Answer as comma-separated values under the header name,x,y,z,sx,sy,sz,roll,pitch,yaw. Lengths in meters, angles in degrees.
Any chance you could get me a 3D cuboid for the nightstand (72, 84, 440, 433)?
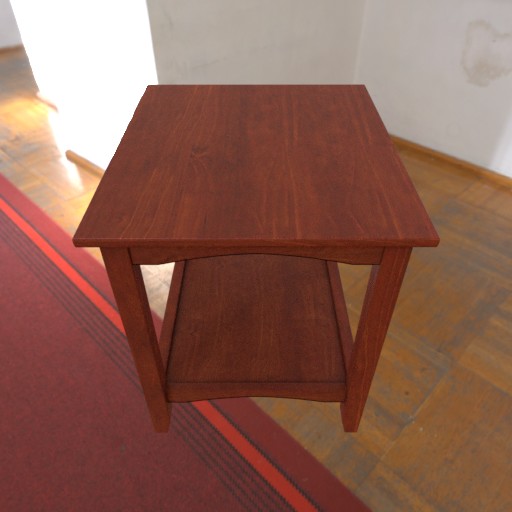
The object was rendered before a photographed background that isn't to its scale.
name,x,y,z,sx,sy,sz,roll,pitch,yaw
nightstand,0.000,0.000,0.993,0.501,0.558,0.558,0,42,0
